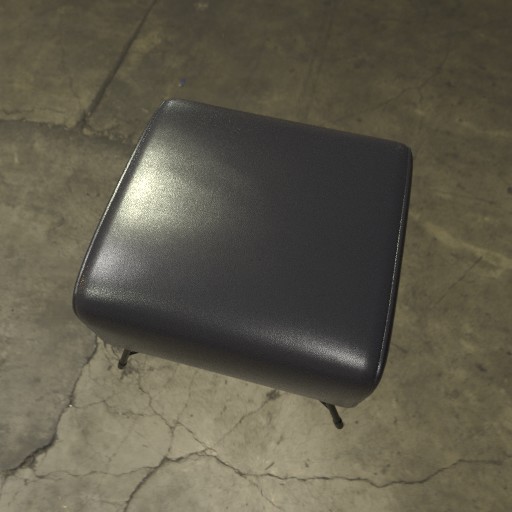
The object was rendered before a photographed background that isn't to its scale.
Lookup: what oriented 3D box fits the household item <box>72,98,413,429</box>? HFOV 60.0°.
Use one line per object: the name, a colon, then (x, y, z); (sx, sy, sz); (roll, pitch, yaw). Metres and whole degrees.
household item: (0.000, 0.000, 0.924); (0.530, 0.410, 0.530); (13, 65, 6)
